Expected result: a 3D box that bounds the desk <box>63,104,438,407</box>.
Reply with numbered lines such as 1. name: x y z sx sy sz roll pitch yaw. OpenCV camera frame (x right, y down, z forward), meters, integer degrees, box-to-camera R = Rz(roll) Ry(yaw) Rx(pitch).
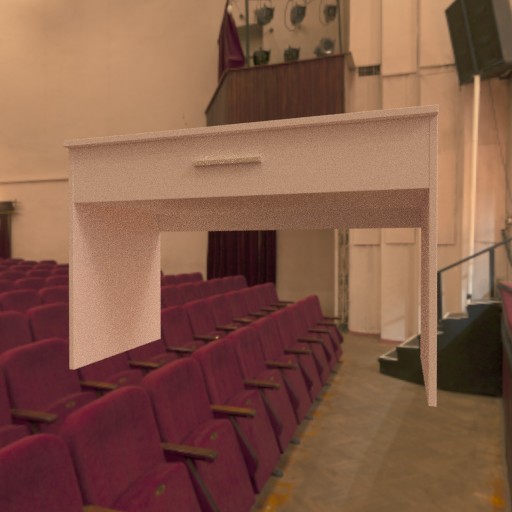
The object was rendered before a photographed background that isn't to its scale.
1. desk: 0.000 0.000 1.496 1.100 0.730 0.560 0 1 18
